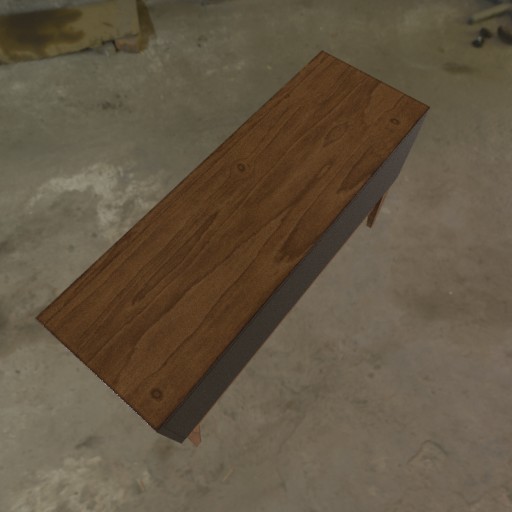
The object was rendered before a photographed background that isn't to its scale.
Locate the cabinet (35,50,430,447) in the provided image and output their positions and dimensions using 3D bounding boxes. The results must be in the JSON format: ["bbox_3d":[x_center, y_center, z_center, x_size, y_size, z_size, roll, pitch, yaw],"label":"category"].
[{"bbox_3d":[0.000,0.000,1.741,0.477,0.802,1.363,36,69,16],"label":"cabinet"}]
